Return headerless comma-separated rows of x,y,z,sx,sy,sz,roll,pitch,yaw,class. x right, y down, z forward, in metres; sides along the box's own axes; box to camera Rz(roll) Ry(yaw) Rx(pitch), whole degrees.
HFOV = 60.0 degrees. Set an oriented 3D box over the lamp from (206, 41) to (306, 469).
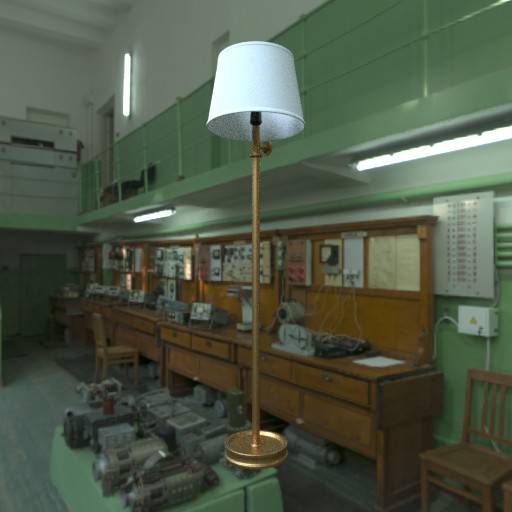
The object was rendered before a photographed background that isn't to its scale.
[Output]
0.000,0.000,0.798,0.178,0.710,0.178,0,-1,0,lamp
